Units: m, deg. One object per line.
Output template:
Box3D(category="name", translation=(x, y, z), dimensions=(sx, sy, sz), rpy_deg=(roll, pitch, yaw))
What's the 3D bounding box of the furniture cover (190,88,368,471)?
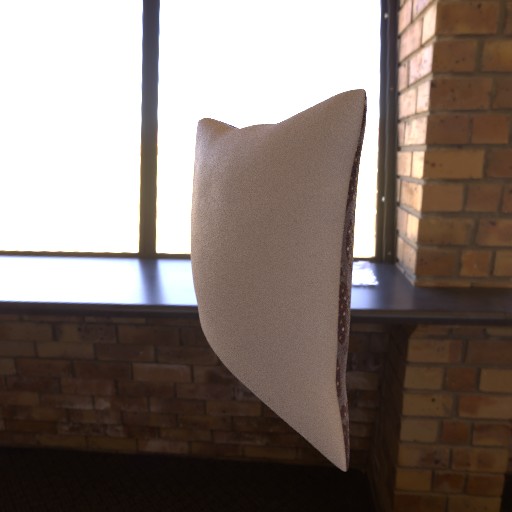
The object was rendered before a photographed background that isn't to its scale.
Box3D(category="furniture cover", translation=(0.000, 0.000, 0.797), dimensions=(0.193, 0.509, 0.552), rpy_deg=(-7, 15, -26))
